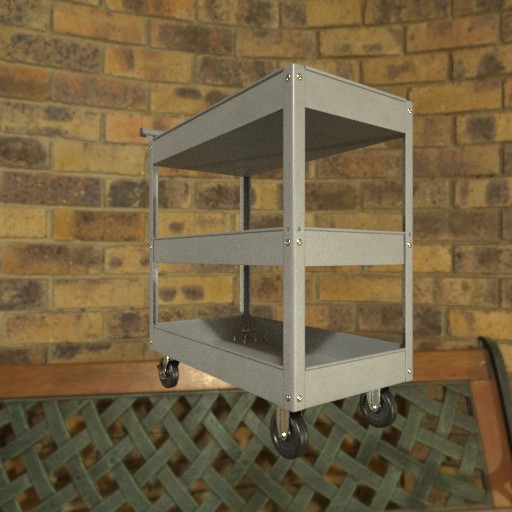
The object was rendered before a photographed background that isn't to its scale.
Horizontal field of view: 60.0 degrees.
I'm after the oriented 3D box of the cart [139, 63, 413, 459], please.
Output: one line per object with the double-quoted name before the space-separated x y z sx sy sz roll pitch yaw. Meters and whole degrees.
"cart" 0.000 0.000 1.172 0.366 0.780 0.719 0 0 -36
